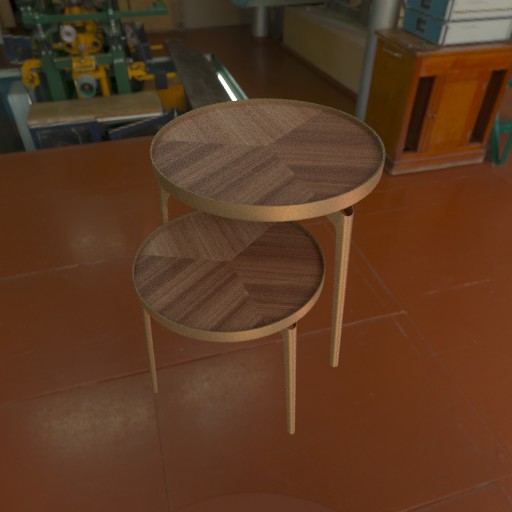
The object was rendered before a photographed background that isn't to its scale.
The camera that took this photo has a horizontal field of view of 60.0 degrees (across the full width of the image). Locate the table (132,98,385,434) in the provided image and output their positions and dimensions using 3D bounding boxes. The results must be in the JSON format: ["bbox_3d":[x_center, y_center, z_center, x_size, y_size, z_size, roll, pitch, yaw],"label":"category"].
[{"bbox_3d":[0.000,0.000,1.139,0.532,0.555,0.751,12,42,14],"label":"table"}]
